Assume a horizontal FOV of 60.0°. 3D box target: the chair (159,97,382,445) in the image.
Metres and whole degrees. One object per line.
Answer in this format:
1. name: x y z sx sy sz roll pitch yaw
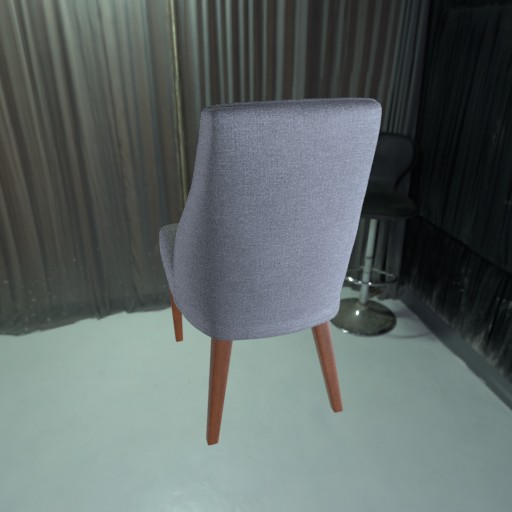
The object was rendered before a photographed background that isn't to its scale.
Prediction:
1. chair: 0.000 0.000 1.291 0.500 0.930 0.620 -8 28 -16
